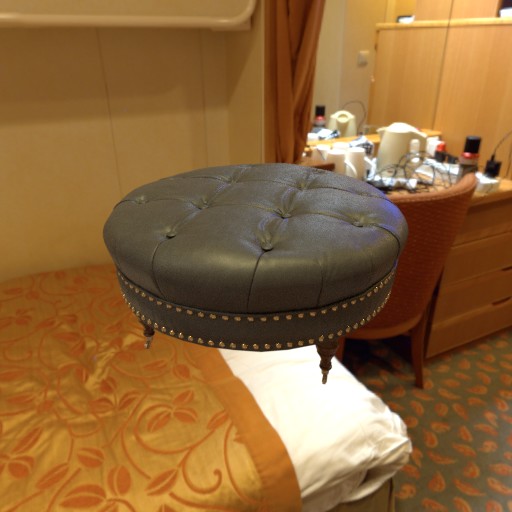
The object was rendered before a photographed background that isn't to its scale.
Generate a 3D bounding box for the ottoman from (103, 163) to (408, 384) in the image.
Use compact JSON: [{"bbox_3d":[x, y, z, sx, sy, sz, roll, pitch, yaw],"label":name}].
[{"bbox_3d":[0.000,0.000,1.416,0.901,0.439,0.901,0,26,0],"label":"ottoman"}]
